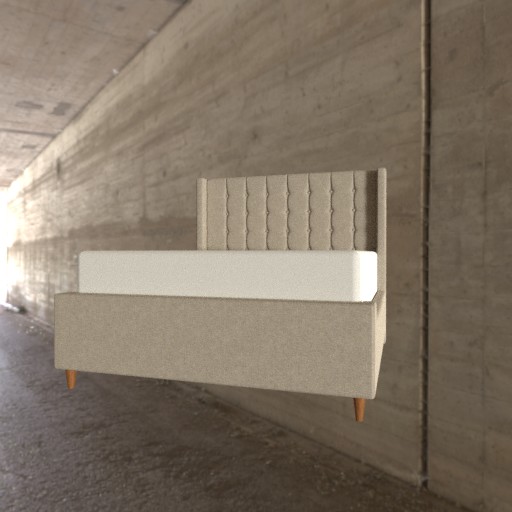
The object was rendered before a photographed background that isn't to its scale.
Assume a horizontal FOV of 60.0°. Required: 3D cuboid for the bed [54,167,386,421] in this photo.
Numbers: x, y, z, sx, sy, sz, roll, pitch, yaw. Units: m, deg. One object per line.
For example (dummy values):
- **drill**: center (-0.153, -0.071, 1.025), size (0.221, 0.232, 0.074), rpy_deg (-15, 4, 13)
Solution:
- **bed**: center (0.000, 0.000, 3.719), size (2.045, 1.743, 2.370), rpy_deg (0, 0, 18)
